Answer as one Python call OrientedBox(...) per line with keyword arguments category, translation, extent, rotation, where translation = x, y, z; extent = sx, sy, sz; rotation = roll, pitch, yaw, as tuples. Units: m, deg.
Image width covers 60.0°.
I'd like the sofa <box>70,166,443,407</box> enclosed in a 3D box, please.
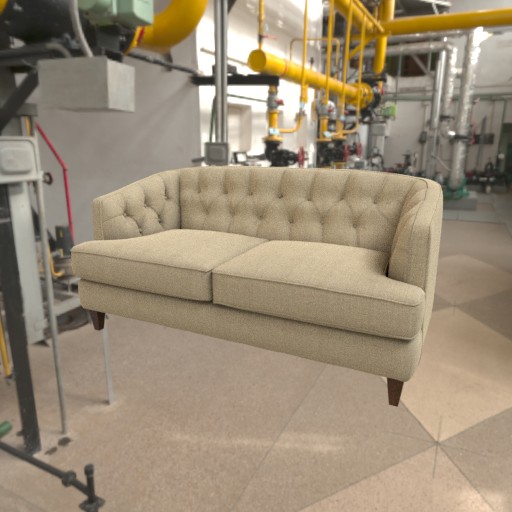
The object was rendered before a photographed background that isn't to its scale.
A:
OrientedBox(category="sofa", translation=(0.000, 0.000, 2.297), extent=(1.733, 0.855, 0.941), rotation=(7, 17, 26))
